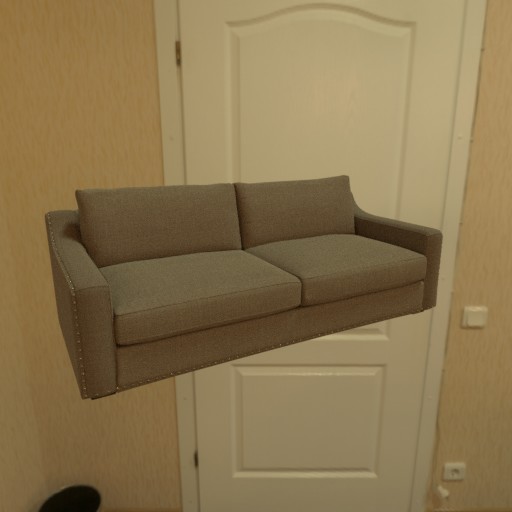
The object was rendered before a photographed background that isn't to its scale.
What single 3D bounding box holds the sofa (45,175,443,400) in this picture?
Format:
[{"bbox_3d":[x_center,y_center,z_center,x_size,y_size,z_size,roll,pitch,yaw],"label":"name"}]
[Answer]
[{"bbox_3d":[0.000,0.000,2.692,2.208,0.857,1.000,-8,17,-28],"label":"sofa"}]
